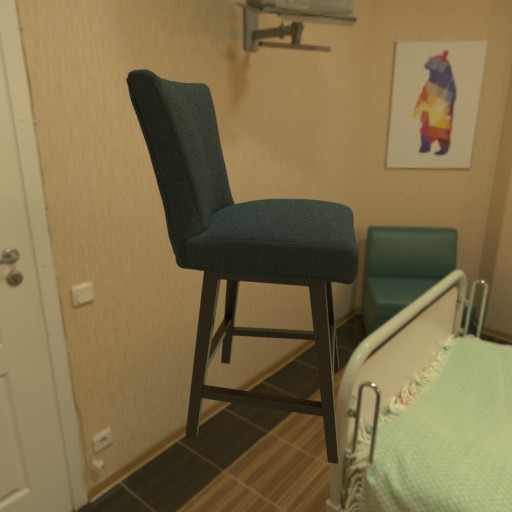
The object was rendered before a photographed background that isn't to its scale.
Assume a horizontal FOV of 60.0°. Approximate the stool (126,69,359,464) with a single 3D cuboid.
[{"bbox_3d":[0.000,0.000,1.326,0.574,1.000,0.514,3,18,10],"label":"stool"}]
